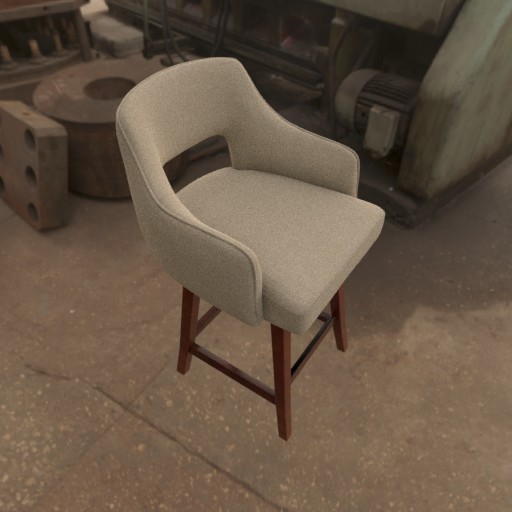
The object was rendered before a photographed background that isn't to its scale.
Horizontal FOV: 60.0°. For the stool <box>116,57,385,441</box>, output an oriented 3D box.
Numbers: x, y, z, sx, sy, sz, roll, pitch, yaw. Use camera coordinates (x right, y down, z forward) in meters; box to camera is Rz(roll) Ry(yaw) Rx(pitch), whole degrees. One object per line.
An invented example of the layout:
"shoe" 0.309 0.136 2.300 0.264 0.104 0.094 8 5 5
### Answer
"stool" 0.000 0.000 1.265 0.560 0.936 0.550 24 47 25
